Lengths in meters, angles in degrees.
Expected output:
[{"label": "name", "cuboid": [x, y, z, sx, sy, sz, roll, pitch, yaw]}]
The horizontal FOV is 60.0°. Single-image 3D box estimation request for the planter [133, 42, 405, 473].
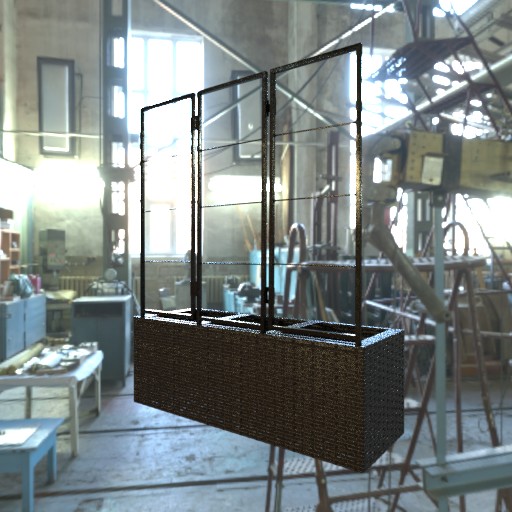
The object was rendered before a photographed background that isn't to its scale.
[{"label": "planter", "cuboid": [0.000, 0.000, 1.157, 0.699, 0.841, 0.244, 0, 0, 37]}]
